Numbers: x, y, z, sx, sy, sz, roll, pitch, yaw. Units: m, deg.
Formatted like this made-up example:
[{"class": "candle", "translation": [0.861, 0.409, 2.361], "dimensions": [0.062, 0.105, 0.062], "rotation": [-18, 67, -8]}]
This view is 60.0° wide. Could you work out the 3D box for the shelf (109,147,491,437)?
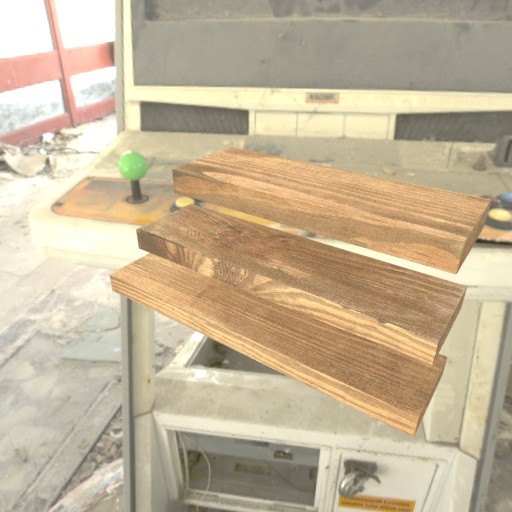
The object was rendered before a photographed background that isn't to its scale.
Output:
[{"class": "shelf", "translation": [0.000, 0.000, 0.719], "dimensions": [0.610, 0.293, 0.140], "rotation": [19, 35, 30]}]
